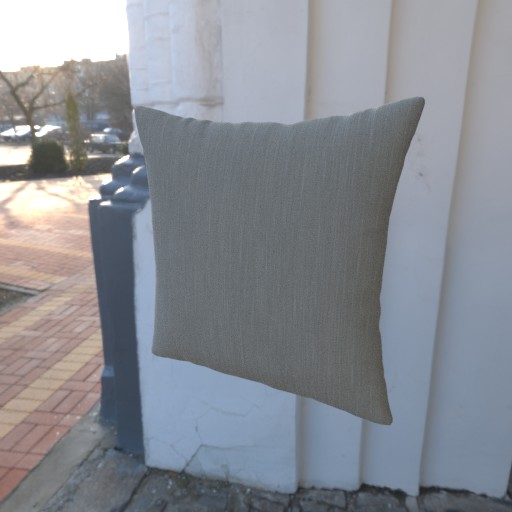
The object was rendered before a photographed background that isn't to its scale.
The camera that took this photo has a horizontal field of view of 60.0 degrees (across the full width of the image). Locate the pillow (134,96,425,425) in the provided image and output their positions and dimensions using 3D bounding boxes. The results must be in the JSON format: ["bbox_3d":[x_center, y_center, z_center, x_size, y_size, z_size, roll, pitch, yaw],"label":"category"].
[{"bbox_3d":[0.000,0.000,0.773,0.511,0.509,0.161,9,18,27],"label":"pillow"}]
